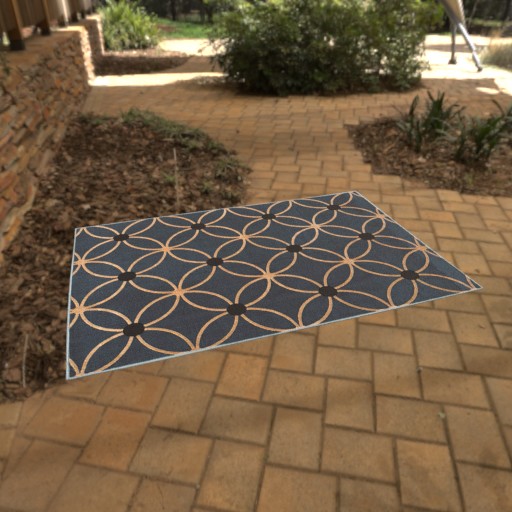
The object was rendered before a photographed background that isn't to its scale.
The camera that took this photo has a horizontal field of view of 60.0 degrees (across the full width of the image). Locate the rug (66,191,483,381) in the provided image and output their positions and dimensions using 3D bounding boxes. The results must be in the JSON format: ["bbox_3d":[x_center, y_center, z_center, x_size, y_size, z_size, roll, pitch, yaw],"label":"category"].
[{"bbox_3d":[0.000,0.000,2.880,2.284,0.008,1.522,-10,33,-15],"label":"rug"}]
